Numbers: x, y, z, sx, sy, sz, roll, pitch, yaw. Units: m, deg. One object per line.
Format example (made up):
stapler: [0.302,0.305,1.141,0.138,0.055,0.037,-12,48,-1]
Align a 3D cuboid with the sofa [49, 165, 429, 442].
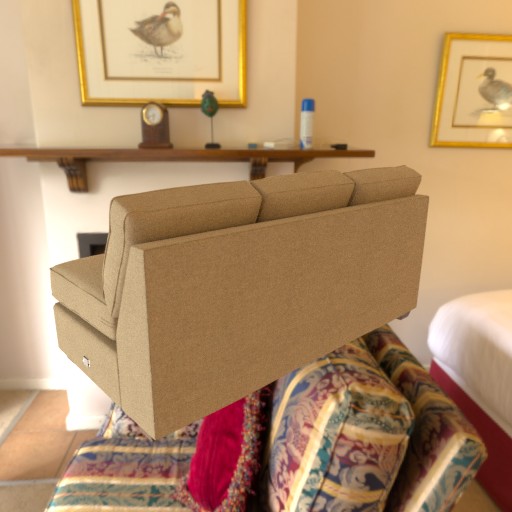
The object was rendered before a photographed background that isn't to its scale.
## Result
sofa: [0.000,0.000,2.680,2.092,1.036,1.127,-14,21,-41]
